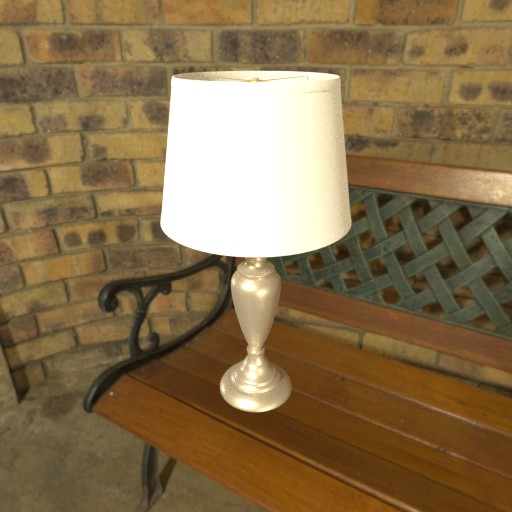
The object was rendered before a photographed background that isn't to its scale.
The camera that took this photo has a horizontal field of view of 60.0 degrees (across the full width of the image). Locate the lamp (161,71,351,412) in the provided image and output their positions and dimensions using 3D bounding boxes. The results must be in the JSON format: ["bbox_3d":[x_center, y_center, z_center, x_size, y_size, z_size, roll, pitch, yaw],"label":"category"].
[{"bbox_3d":[0.000,0.000,0.810,0.328,0.612,0.328,0,26,0],"label":"lamp"}]
